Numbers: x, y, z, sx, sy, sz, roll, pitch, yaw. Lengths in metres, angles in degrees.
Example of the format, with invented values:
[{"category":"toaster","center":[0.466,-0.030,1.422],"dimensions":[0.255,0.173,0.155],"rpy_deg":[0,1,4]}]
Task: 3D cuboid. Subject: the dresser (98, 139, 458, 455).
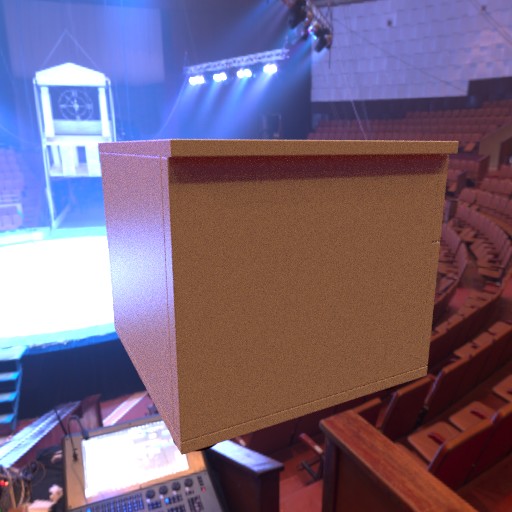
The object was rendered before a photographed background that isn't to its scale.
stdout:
[{"category":"dresser","center":[0.000,0.000,0.723],"dimensions":[0.400,0.360,0.430],"rpy_deg":[-7,16,-27]}]
